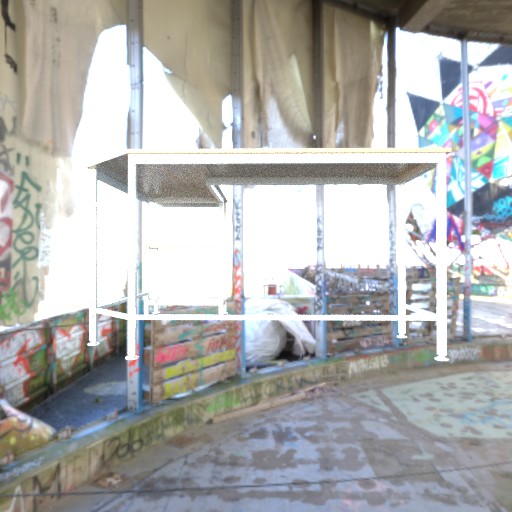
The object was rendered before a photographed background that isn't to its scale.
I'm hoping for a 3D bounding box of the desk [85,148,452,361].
[{"bbox_3d":[0.000,0.000,2.234,1.379,0.739,1.379,0,0,1],"label":"desk"}]
